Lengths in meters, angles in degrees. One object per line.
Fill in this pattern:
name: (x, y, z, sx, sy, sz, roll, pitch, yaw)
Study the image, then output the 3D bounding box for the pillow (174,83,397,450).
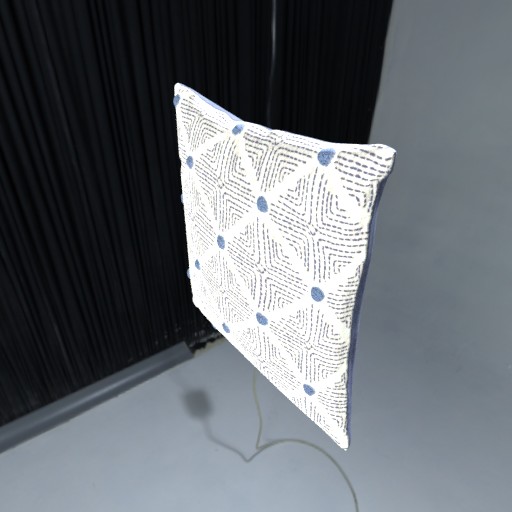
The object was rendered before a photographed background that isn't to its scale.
pillow: (0.000, 0.000, 0.781, 0.145, 0.510, 0.510, -21, 37, -31)
